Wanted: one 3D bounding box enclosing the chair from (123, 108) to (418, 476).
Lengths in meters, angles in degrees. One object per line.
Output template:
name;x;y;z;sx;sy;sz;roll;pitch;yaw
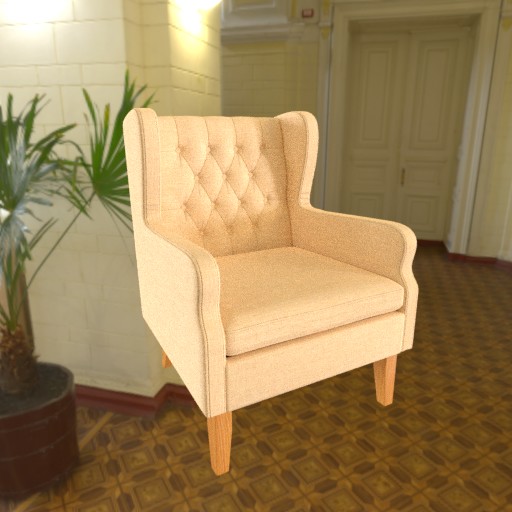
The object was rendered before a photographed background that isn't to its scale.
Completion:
chair;0.000;0.000;1.467;0.710;0.930;0.760;-9;19;-29
